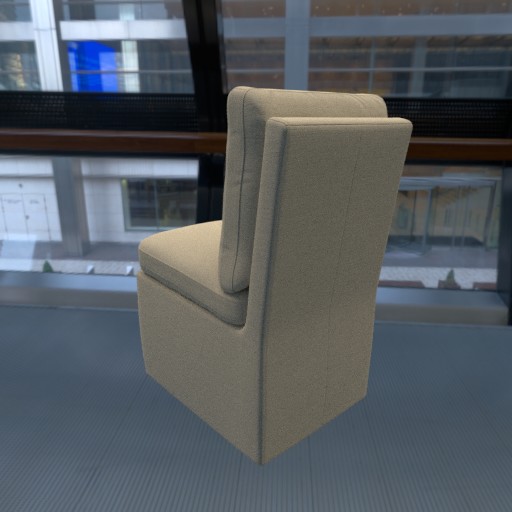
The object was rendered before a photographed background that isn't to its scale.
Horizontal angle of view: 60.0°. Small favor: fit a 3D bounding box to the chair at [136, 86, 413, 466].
[{"bbox_3d":[0.000,0.000,1.348,0.503,0.927,0.698,-15,22,-39],"label":"chair"}]
